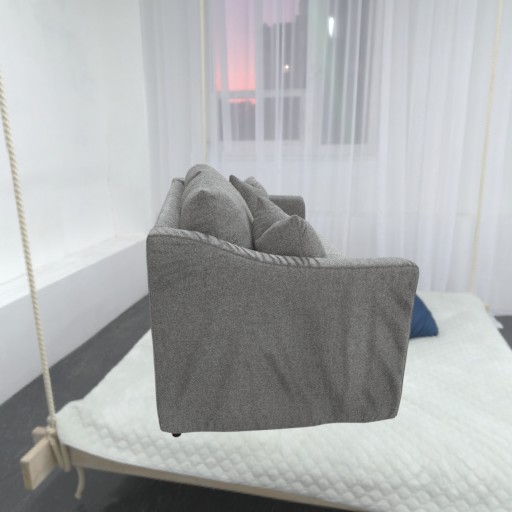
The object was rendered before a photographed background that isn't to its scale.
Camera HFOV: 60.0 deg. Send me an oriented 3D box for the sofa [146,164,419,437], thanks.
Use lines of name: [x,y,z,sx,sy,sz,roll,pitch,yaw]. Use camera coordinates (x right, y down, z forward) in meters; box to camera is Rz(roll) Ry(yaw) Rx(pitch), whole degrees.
sofa: [0.000,0.000,2.650,1.072,1.018,2.010,-2,16,-7]
